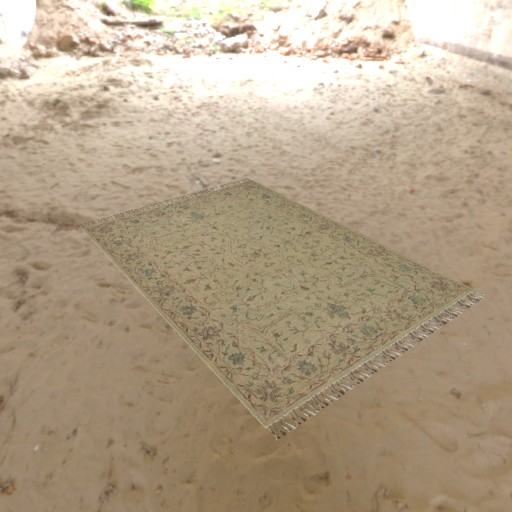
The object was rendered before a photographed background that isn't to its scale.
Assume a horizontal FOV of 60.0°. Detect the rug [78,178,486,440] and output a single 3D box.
[{"bbox_3d":[0.000,0.000,2.278,1.247,0.008,1.802,-22,37,-31],"label":"rug"}]
